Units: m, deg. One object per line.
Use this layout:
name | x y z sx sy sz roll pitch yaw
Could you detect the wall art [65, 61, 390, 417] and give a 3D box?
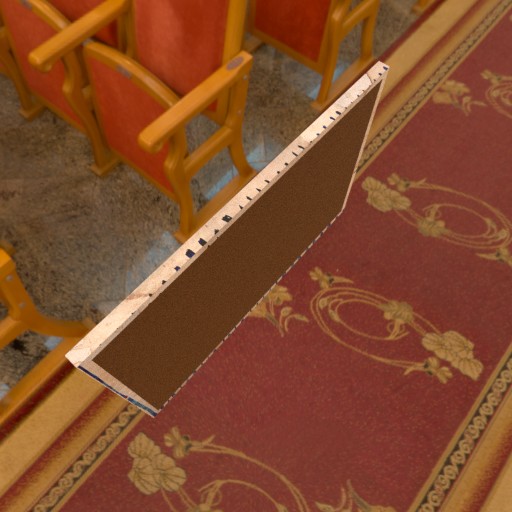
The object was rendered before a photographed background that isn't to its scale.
wall art | 0.000 0.000 1.146 0.030 0.609 0.919 37 69 17
